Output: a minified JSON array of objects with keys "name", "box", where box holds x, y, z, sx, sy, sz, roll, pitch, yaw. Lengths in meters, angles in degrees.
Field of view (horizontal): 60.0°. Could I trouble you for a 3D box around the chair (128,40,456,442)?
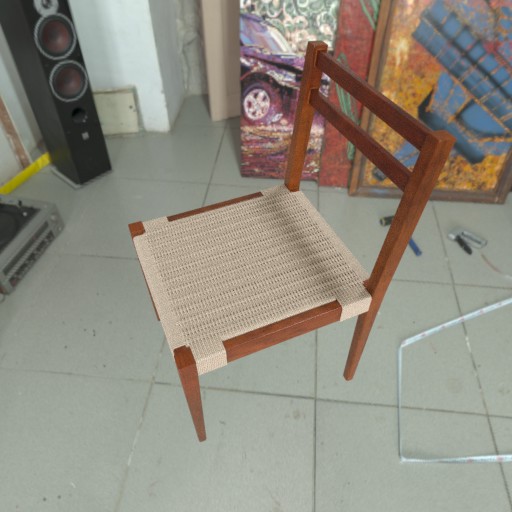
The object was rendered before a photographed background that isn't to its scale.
[{"name":"chair","box":[0.000,0.000,1.171,0.569,0.851,0.495,-17,49,-16]}]
